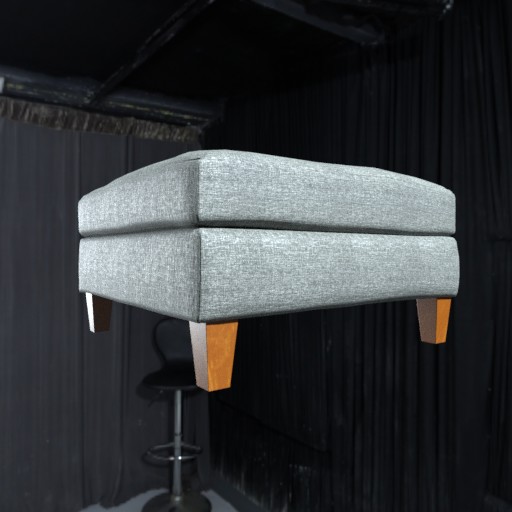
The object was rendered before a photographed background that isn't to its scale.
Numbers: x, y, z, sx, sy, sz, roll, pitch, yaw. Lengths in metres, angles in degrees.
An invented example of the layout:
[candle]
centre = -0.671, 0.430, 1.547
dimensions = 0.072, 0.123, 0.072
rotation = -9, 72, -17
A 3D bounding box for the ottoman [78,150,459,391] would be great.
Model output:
[ottoman]
centre = 0.000, 0.000, 1.329
dimensions = 0.838, 0.481, 0.838
rotation = 0, 1, -36
